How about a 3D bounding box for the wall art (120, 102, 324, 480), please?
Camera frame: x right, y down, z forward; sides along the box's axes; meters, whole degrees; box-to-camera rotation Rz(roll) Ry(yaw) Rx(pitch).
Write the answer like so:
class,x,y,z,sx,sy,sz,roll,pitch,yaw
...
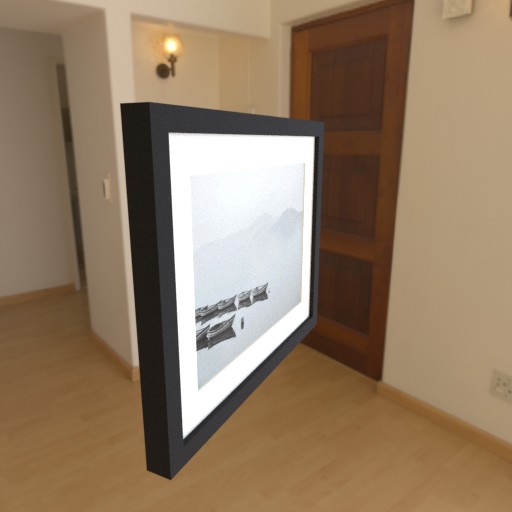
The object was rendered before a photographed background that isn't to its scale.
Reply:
class,x,y,z,sx,sy,sz,roll,pitch,yaw
wall art,0.000,0.000,0.538,0.028,0.325,0.397,7,16,26
